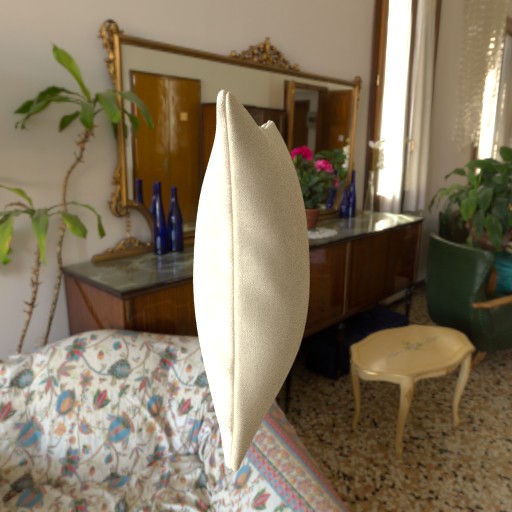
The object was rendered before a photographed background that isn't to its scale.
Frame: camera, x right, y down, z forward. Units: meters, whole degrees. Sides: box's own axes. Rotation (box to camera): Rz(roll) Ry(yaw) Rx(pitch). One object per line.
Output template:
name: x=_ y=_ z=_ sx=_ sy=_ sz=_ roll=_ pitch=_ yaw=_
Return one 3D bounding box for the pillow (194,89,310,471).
pillow: x=0.000 y=0.000 z=0.667 sx=0.162 sy=0.420 sz=0.437 roll=2 pitch=13 yaw=8
